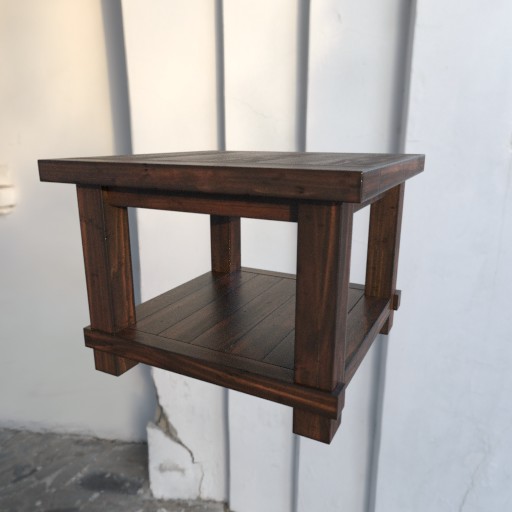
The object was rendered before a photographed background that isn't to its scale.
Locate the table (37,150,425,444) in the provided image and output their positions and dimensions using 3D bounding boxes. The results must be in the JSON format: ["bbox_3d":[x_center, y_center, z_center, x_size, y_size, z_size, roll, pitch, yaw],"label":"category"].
[{"bbox_3d":[0.000,0.000,0.996,0.606,0.437,0.593,8,17,26],"label":"table"}]
